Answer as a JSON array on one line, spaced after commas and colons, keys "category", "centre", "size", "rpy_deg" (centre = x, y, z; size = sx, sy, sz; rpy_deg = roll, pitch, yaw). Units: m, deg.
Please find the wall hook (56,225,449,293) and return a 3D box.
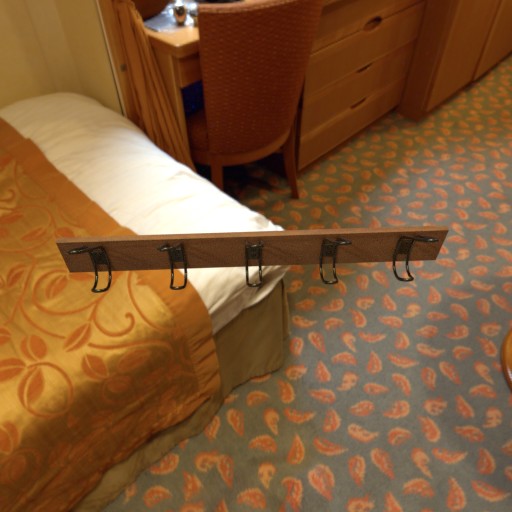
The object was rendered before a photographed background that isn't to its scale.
[{"category": "wall hook", "centre": [0.000, 0.000, 0.612], "size": [0.554, 0.116, 0.076], "rpy_deg": [-2, 47, -2]}]
